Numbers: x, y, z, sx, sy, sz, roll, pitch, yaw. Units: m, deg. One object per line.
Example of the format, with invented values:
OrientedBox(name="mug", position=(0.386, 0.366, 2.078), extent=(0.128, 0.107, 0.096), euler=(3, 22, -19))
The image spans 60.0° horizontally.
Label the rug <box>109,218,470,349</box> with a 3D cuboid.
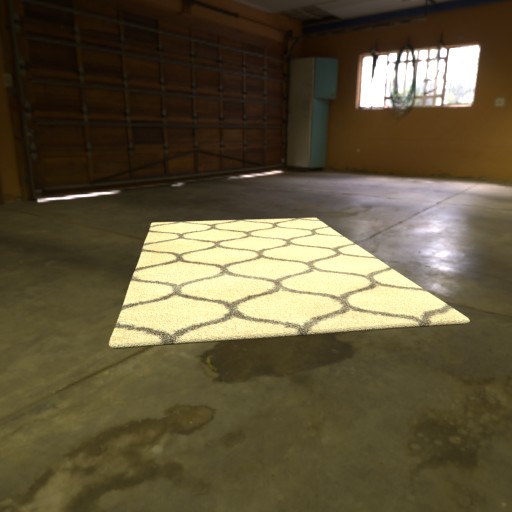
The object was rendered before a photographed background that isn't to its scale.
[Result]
OrientedBox(name="rug", position=(0.000, 0.000, 2.900), extent=(1.501, 0.024, 2.348), euler=(-2, 16, -9))
